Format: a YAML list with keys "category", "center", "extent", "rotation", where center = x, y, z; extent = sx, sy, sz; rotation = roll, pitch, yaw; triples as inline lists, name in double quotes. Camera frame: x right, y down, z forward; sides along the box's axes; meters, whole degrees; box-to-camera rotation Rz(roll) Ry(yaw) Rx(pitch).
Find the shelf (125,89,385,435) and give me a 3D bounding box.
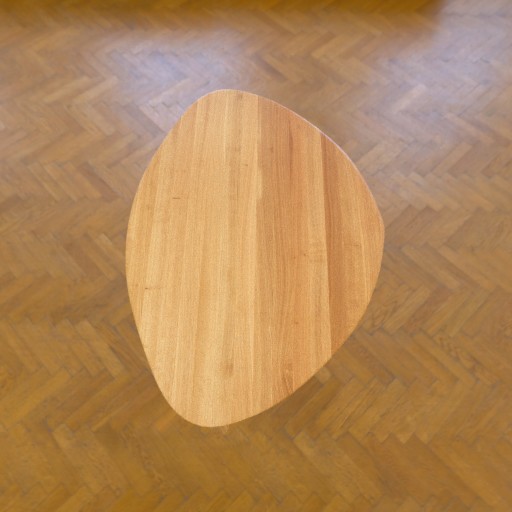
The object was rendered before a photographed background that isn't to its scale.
- category: "shelf"
  center: [0.000, 0.000, 1.658]
  extent: [0.845, 0.440, 1.246]
  rotation: [0, 63, 0]
